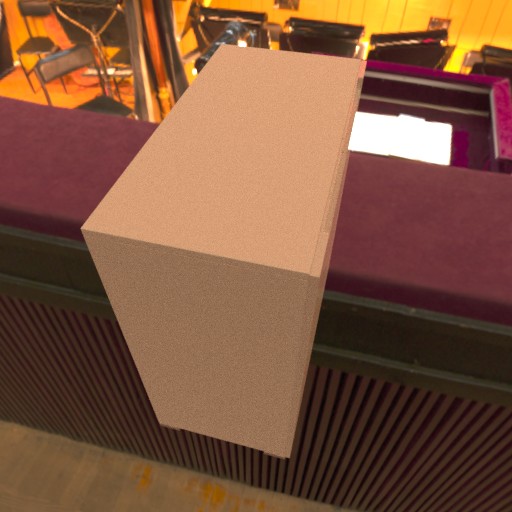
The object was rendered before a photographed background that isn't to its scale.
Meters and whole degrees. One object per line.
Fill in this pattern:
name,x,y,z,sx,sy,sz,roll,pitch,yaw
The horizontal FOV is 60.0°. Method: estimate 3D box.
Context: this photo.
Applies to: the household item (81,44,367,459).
household item,0.000,0.000,1.315,0.420,0.870,0.800,11,49,10
